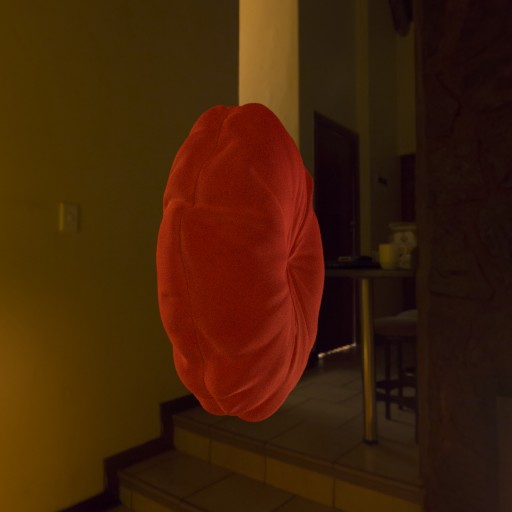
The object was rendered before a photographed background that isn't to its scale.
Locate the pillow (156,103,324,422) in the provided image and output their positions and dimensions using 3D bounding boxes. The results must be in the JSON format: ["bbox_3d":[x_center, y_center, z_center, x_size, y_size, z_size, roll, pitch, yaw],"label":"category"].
[{"bbox_3d":[0.000,0.000,0.624,0.148,0.407,0.428,-1,-2,18],"label":"pillow"}]
